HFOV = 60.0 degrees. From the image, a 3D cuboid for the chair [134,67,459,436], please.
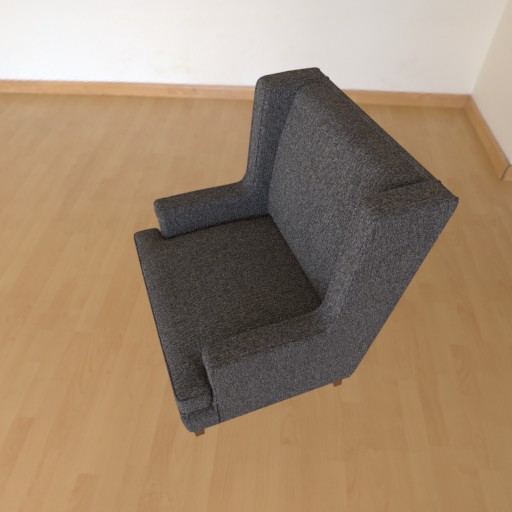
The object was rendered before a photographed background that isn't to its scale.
[{"bbox_3d":[0.000,0.000,1.843,0.927,1.082,0.942,-15,48,-14],"label":"chair"}]
